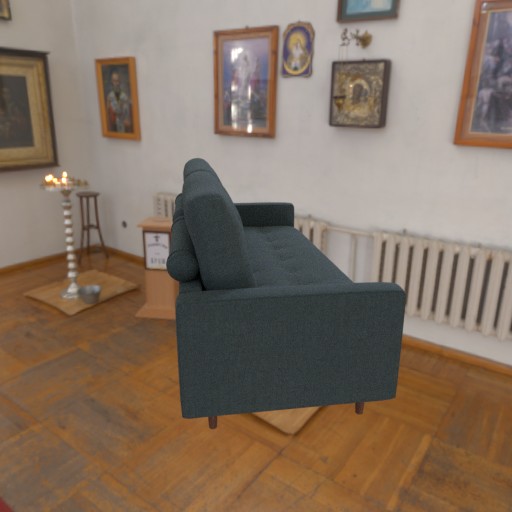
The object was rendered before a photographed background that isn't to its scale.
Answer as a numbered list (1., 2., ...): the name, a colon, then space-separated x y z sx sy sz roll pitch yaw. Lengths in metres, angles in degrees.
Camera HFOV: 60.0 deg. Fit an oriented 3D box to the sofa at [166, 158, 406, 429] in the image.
1. sofa: 0.000 0.000 2.643 0.966 1.050 2.010 -2 17 -8
